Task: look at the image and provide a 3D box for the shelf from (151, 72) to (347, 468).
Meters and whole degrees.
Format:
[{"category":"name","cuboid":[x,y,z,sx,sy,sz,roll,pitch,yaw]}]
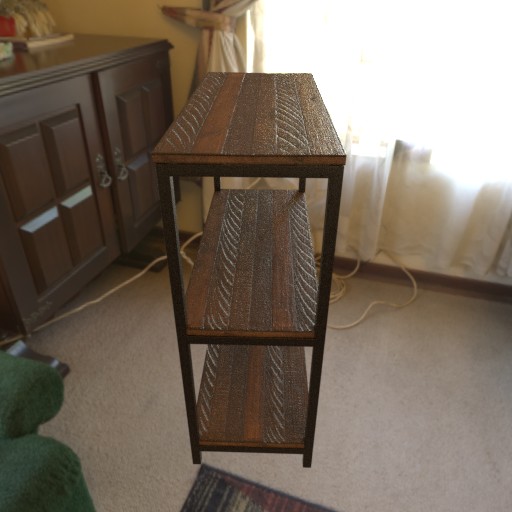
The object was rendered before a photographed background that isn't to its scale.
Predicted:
[{"category":"shelf","cuboid":[0.000,0.000,1.397,0.352,0.947,0.822,1,32,2]}]
